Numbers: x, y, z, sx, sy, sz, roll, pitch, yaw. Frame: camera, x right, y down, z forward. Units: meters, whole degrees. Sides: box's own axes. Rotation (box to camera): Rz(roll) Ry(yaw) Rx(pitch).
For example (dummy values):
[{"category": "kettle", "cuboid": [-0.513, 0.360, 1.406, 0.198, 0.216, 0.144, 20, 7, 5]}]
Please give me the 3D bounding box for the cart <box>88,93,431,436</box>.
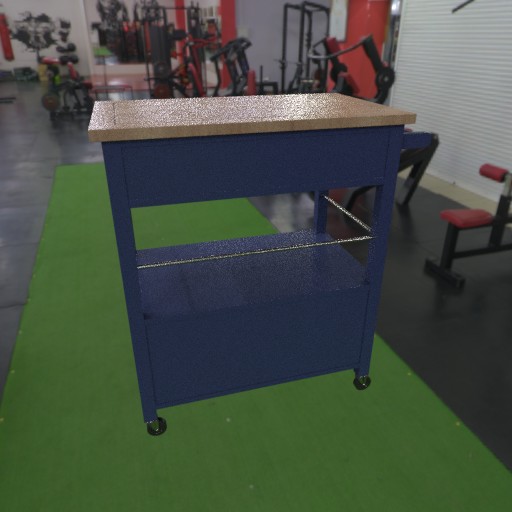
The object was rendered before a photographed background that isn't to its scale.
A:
[{"category": "cart", "cuboid": [0.000, 0.000, 1.395, 0.840, 0.901, 0.459, -7, 27, -15]}]
